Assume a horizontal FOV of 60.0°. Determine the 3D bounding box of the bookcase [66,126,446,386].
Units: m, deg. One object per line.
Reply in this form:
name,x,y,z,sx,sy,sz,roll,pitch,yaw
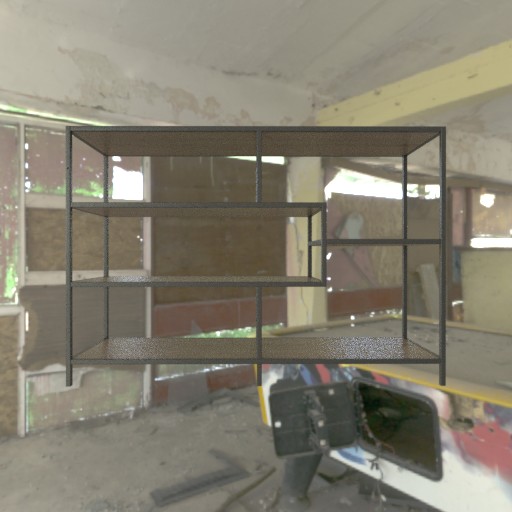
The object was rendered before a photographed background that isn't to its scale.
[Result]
bookcase,0.000,0.000,1.502,1.140,0.780,0.350,0,0,0
